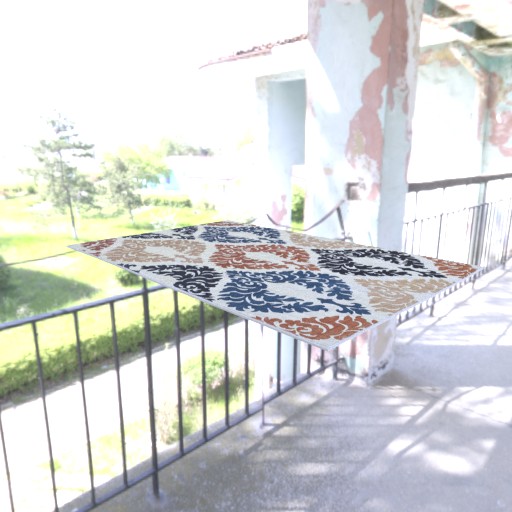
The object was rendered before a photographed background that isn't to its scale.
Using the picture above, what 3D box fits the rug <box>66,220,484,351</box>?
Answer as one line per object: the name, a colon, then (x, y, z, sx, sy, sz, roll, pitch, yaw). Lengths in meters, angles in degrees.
rug: (0.000, 0.000, 2.847, 1.514, 0.014, 2.275, -14, 20, -43)
